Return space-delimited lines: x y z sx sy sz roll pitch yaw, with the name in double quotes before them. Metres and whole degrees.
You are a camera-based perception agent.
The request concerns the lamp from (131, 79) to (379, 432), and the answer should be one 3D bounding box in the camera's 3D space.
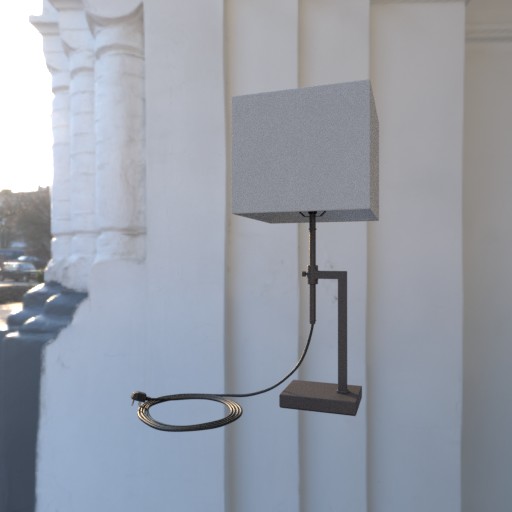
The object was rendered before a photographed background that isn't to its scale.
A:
"lamp" 0.000 0.000 0.982 0.504 0.660 0.399 0 0 19
